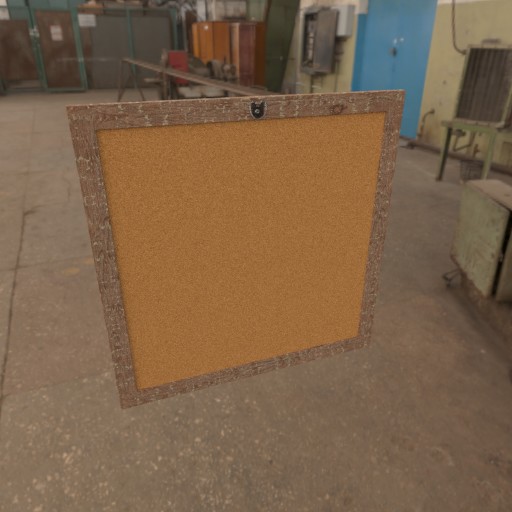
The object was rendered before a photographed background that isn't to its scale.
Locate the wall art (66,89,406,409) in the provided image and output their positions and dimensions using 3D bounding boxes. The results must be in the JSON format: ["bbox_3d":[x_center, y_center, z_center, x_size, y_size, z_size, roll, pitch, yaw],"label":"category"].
[{"bbox_3d":[0.000,0.000,0.565,0.384,0.384,0.012,-9,28,-18],"label":"wall art"}]
